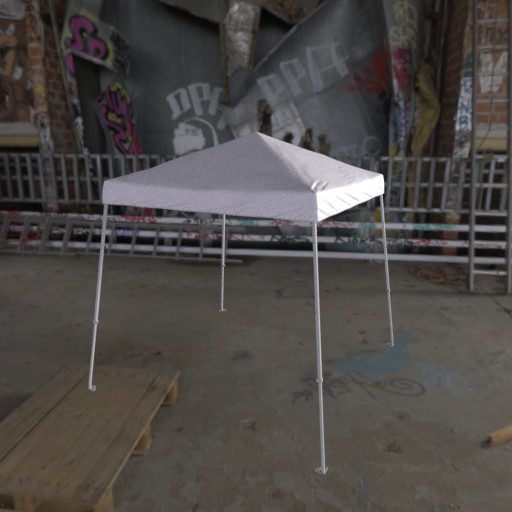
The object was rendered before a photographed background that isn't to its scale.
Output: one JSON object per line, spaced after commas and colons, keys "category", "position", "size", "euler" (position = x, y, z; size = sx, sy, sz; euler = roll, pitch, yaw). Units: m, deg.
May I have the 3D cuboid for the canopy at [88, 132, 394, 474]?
{"category": "canopy", "position": [0.000, 0.000, 5.285], "size": [2.849, 2.850, 2.850], "euler": [8, 16, 27]}
